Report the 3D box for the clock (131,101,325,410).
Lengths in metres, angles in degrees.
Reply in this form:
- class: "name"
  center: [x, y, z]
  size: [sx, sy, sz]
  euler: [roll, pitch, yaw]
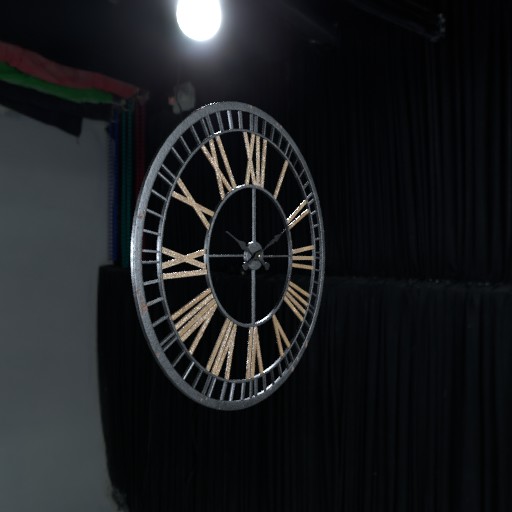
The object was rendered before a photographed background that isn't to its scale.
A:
- class: "clock"
  center: [0.000, 0.000, 1.252]
  size: [0.025, 0.843, 0.843]
  euler: [0, 0, 37]
